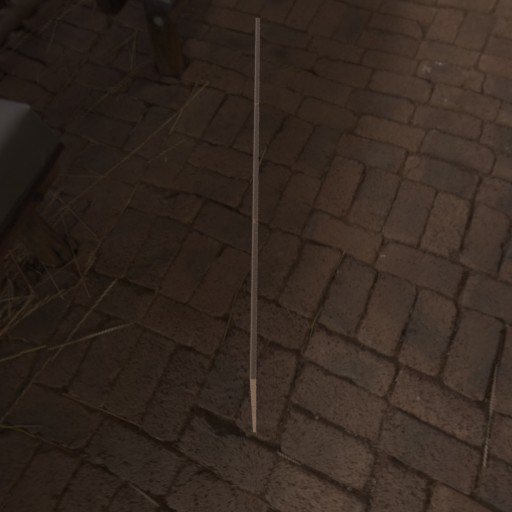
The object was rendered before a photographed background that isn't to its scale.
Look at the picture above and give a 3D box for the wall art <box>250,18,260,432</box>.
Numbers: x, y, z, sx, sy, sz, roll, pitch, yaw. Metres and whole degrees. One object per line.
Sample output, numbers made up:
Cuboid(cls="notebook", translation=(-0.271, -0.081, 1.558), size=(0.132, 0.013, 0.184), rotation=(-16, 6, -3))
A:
Cuboid(cls="wall art", translation=(0.000, 0.000, 2.236), size=(0.017, 1.521, 1.527), rotation=(1, 63, 0))
